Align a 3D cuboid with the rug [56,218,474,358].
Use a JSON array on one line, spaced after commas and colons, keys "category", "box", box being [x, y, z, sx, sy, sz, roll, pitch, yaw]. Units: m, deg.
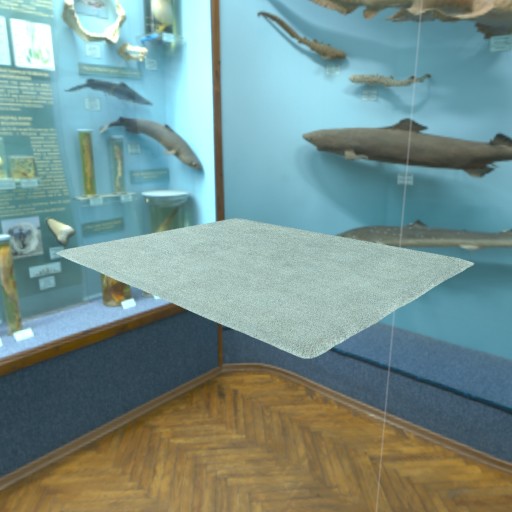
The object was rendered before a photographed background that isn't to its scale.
[{"category": "rug", "box": [0.000, 0.000, 3.895, 2.933, 0.027, 2.332, 14, 21, 42]}]
